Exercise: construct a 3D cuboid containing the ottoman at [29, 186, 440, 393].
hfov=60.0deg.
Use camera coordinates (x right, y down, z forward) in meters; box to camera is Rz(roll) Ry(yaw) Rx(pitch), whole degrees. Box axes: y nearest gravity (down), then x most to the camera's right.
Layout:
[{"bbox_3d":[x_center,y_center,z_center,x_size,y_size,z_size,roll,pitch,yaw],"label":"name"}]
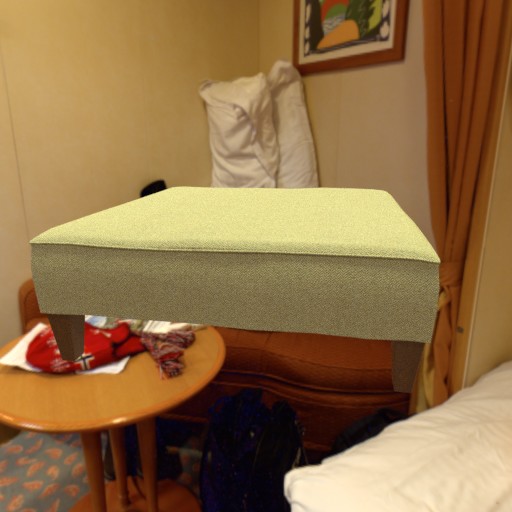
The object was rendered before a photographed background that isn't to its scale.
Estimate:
[{"bbox_3d":[0.000,0.000,1.511,0.968,0.379,1.004,3,16,10],"label":"ottoman"}]
